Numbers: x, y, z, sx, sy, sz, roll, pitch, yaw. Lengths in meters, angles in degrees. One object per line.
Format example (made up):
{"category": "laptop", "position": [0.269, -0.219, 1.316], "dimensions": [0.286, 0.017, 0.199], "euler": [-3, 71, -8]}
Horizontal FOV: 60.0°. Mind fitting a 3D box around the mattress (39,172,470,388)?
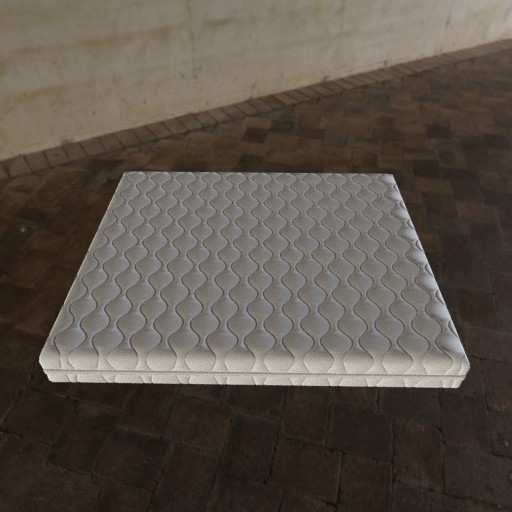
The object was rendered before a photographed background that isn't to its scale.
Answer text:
{"category": "mattress", "position": [0.000, 0.000, 2.578], "dimensions": [1.900, 0.200, 1.600], "euler": [1, 41, 1]}
